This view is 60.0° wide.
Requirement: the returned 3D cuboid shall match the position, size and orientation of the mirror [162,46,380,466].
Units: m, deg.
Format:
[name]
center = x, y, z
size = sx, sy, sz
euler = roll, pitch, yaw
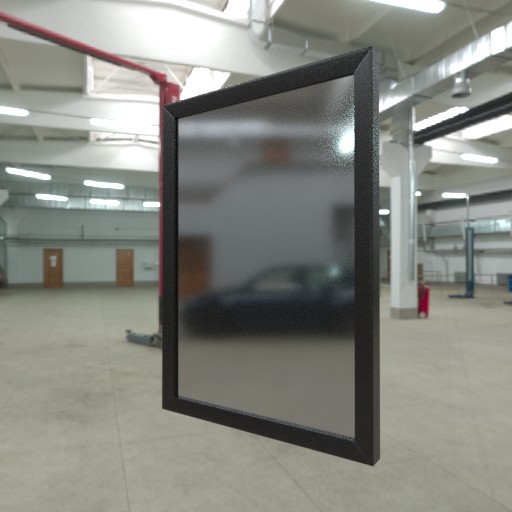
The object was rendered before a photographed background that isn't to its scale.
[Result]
[mirror]
center = 0.000, 0.000, 0.908
size = 0.507, 0.710, 0.040
euler = 0, -1, 35
